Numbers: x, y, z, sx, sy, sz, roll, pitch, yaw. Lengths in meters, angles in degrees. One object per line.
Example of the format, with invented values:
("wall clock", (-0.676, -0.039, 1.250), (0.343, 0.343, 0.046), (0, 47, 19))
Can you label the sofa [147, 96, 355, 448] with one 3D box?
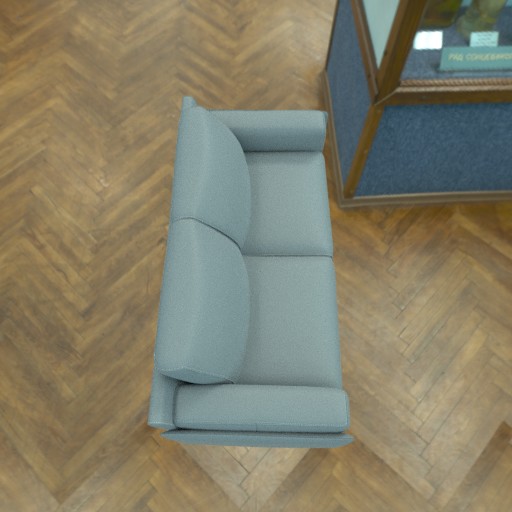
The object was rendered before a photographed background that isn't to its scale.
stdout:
("sofa", (0.000, 0.000, 2.658), (0.969, 0.900, 2.100), (0, 64, 0))
